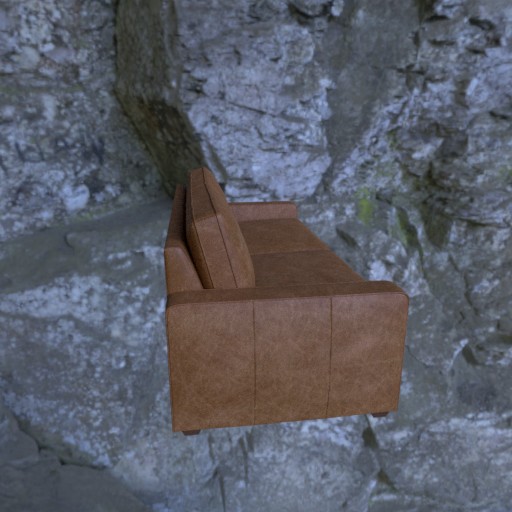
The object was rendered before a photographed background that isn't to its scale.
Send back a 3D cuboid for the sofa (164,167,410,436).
[{"bbox_3d":[0.000,0.000,2.738,0.991,0.928,2.156,-2,17,-8],"label":"sofa"}]
